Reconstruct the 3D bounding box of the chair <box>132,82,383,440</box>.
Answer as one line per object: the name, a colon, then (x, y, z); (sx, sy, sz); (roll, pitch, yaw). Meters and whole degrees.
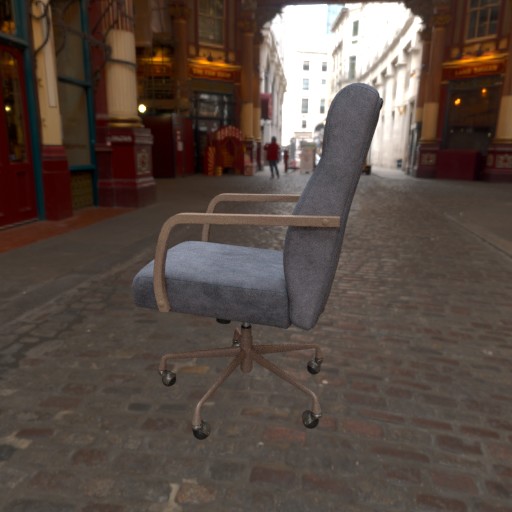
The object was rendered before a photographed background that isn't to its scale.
chair: (0.000, 0.000, 1.490); (0.741, 1.029, 0.640); (2, 14, 9)
